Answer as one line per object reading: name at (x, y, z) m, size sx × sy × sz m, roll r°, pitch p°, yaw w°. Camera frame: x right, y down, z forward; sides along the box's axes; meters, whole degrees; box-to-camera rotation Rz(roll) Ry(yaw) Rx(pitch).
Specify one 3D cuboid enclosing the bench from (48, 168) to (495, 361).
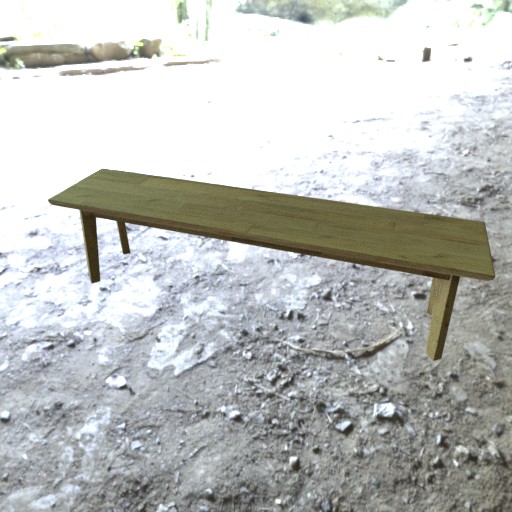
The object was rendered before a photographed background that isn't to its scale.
bench at (0.000, 0.000, 1.871) m, size 1.698 × 0.431 × 0.378 m, roll 10°, pitch 34°, yaw 16°
